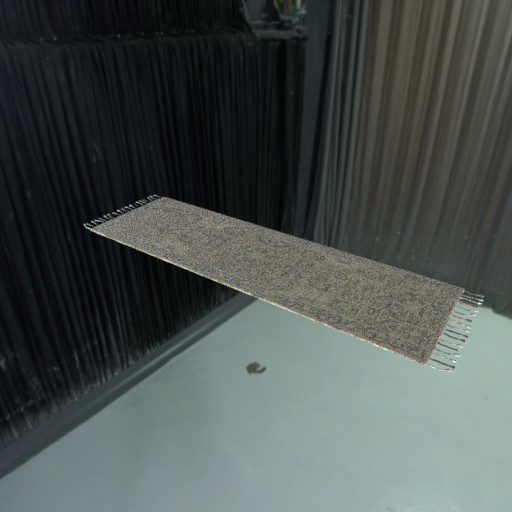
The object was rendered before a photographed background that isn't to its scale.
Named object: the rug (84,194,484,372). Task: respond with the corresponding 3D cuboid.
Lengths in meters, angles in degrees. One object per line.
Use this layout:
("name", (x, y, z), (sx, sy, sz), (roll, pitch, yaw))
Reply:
("rug", (0.000, 0.000, 2.914), (2.664, 0.011, 0.762), (19, 35, 30))
